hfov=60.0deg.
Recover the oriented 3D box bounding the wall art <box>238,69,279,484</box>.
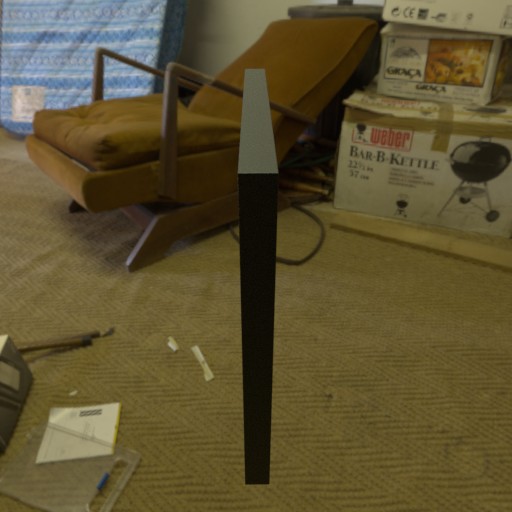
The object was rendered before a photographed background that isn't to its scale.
[{"bbox_3d":[0.000,0.000,0.753,0.037,0.506,0.506,0,33,0],"label":"wall art"}]
